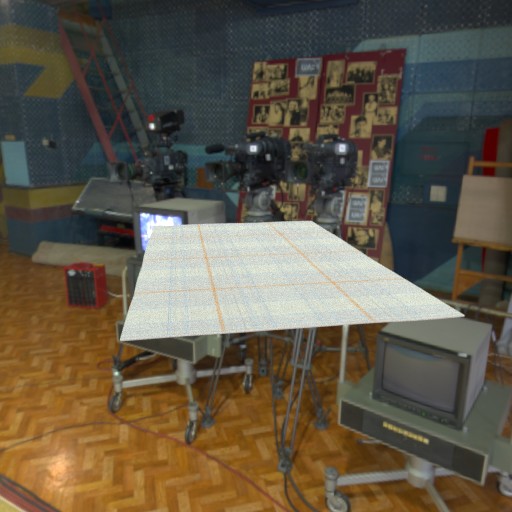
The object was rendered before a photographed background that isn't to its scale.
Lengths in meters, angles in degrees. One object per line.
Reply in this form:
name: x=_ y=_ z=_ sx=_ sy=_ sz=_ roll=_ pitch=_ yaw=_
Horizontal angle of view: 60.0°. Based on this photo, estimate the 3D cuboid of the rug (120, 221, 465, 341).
rug: x=0.000 y=0.000 z=3.067 sx=1.527 sy=0.016 sz=2.442 roll=-2 pitch=15 yaw=-9
